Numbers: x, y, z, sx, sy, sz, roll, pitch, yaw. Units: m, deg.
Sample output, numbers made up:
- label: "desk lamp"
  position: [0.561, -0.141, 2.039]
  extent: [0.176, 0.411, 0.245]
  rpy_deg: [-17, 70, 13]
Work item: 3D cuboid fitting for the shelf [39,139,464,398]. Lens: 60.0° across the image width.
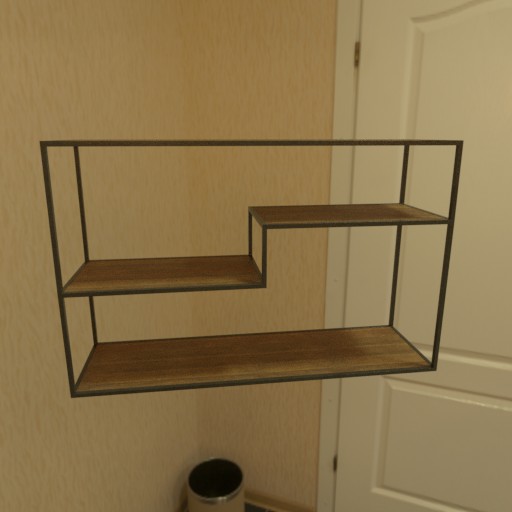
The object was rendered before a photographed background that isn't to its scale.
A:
- label: "shelf"
  position: [0.000, 0.000, 1.511]
  extent: [1.201, 0.765, 0.361]
  rpy_deg: [-2, 15, -8]
